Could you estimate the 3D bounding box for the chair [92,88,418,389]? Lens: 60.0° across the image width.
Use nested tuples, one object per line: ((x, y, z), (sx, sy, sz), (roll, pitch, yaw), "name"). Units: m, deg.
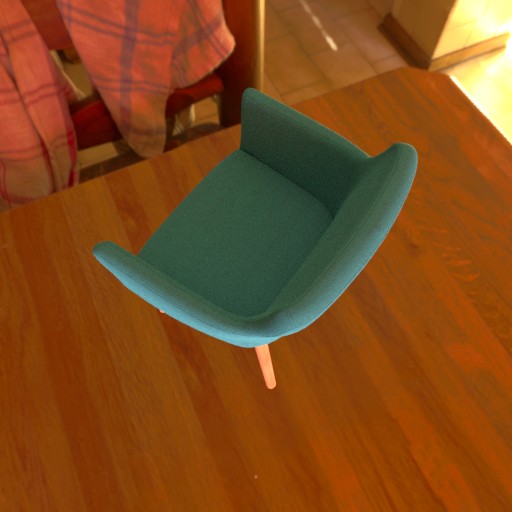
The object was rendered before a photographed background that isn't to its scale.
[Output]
((0.000, 0.000, 1.170), (0.540, 0.780, 0.570), (32, 68, 15), "chair")
